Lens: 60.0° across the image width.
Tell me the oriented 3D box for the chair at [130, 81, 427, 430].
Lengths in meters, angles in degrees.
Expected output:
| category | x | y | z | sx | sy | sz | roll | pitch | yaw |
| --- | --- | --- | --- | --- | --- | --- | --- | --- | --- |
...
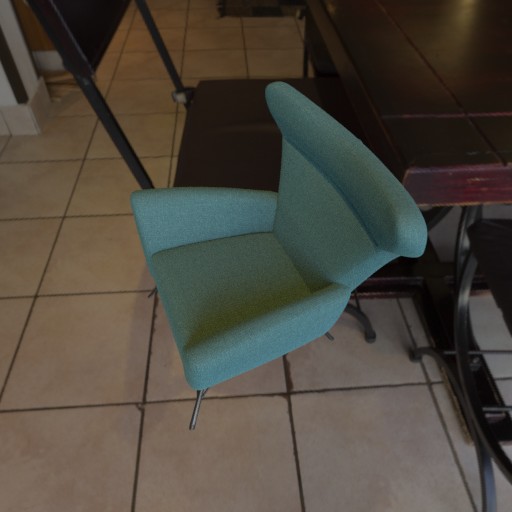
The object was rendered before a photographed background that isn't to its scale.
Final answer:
| category | x | y | z | sx | sy | sz | roll | pitch | yaw |
| --- | --- | --- | --- | --- | --- | --- | --- | --- | --- |
| chair | 0.000 | 0.000 | 1.823 | 0.900 | 0.980 | 1.050 | -17 | 48 | -16 |
